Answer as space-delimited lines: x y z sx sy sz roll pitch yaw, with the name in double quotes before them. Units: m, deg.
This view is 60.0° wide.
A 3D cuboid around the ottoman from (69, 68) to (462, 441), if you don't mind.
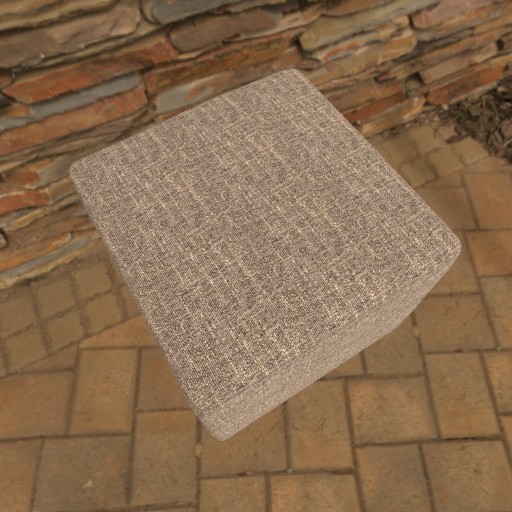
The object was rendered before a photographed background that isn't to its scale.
"ottoman" 0.000 0.000 0.932 0.512 0.453 0.521 -29 66 -14
